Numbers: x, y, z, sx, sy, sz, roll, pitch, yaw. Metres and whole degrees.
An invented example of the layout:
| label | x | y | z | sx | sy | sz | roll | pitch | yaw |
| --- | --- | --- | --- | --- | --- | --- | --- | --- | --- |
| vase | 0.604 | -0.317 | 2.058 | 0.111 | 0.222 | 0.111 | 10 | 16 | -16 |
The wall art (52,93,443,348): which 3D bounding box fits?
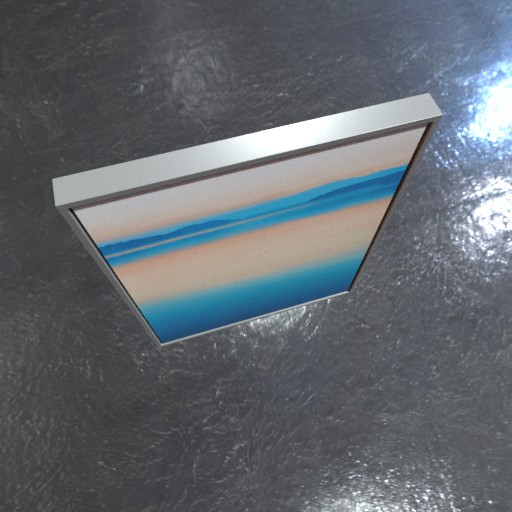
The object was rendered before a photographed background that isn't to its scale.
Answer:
| label | x | y | z | sx | sy | sz | roll | pitch | yaw |
| --- | --- | --- | --- | --- | --- | --- | --- | --- | --- |
| wall art | 0.000 | 0.000 | 0.751 | 0.453 | 0.554 | 0.037 | -15 | 64 | -7 |
